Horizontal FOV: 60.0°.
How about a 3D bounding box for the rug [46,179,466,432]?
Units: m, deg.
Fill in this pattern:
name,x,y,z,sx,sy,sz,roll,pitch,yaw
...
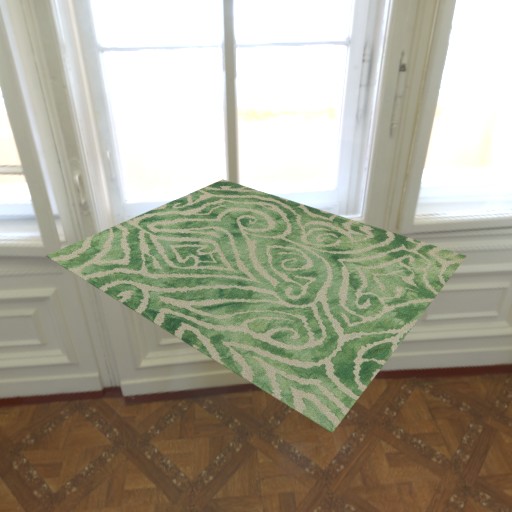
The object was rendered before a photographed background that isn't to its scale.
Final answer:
name,x,y,z,sx,sy,sz,roll,pitch,yaw
rug,0.000,0.000,4.109,3.045,0.007,2.436,23,38,32
